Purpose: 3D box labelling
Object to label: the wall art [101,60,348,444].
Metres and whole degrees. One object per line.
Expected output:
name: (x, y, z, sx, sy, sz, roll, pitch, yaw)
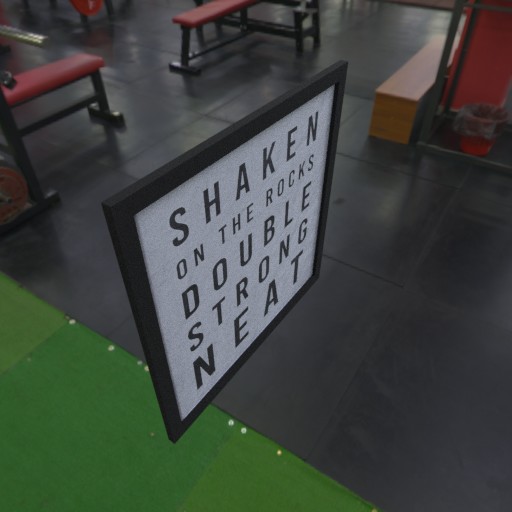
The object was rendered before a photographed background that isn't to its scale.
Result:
wall art: (0.000, 0.000, 0.683, 0.013, 0.458, 0.456, 26, 48, 26)
